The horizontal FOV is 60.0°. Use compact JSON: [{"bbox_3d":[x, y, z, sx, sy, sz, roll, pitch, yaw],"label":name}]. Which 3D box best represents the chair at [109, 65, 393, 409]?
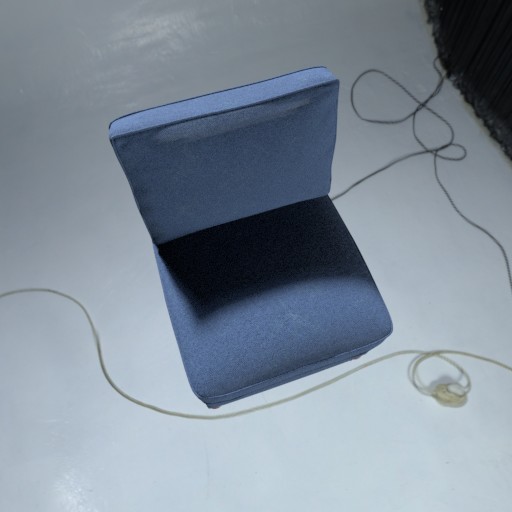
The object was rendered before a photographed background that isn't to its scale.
[{"bbox_3d":[0.000,0.000,1.651,0.724,1.052,0.912,-17,65,-8],"label":"chair"}]
